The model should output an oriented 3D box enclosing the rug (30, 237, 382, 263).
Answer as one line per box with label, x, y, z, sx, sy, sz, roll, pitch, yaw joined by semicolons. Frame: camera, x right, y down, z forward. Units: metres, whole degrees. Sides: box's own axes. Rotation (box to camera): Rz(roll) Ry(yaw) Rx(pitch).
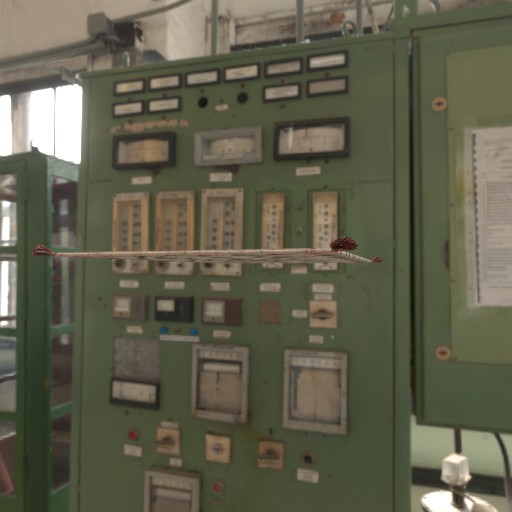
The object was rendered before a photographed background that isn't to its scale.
rug;0.000;0.000;3.335;1.741;0.066;2.672;-1;-2;18
